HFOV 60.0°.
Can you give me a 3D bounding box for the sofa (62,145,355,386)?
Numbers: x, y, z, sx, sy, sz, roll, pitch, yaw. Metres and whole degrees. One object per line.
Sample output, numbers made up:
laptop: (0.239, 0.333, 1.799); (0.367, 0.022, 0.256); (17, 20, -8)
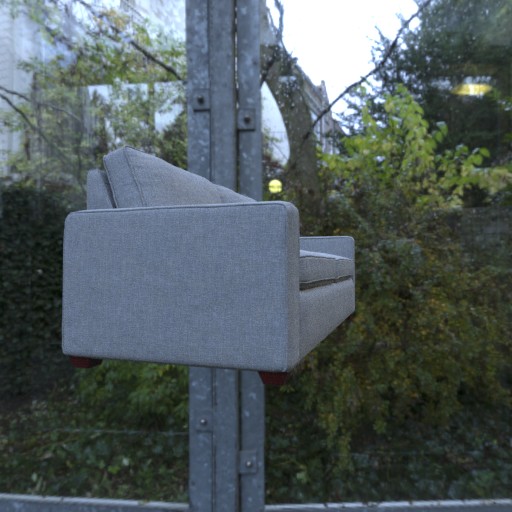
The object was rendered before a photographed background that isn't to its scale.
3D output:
sofa: (0.000, 0.000, 2.567); (0.945, 0.918, 2.078); (0, -1, 18)
